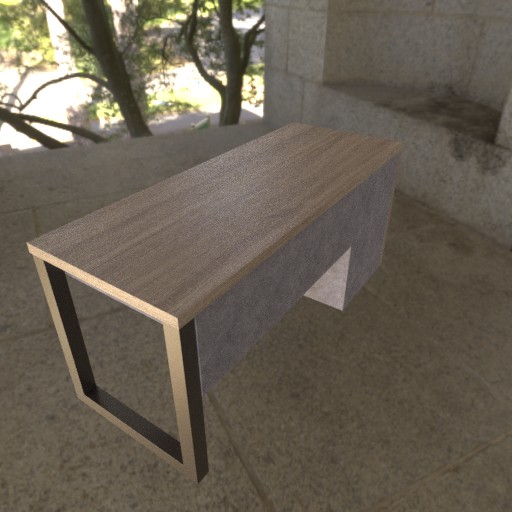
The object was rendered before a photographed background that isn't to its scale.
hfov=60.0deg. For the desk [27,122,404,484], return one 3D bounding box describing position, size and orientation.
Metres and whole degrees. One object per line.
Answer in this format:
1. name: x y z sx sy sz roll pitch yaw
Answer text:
1. desk: 0.000 0.000 2.079 0.690 0.760 1.700 20 37 29
